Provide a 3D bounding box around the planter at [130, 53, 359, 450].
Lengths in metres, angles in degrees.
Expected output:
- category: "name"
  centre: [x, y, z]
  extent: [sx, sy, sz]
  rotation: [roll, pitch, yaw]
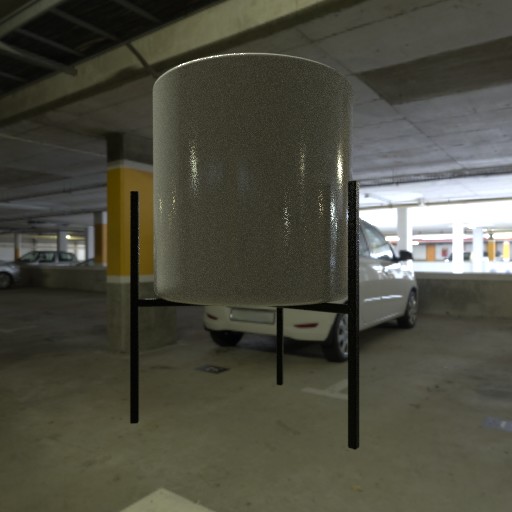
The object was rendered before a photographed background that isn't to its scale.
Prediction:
- category: "planter"
  centre: [0.000, 0.000, 0.504]
  extent: [0.239, 0.356, 0.239]
  rotation: [0, 0, 18]
